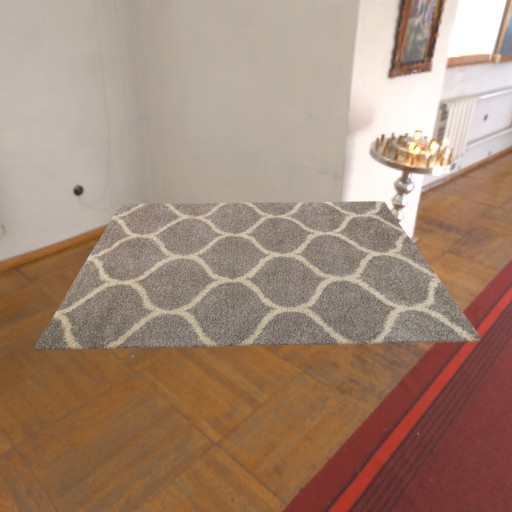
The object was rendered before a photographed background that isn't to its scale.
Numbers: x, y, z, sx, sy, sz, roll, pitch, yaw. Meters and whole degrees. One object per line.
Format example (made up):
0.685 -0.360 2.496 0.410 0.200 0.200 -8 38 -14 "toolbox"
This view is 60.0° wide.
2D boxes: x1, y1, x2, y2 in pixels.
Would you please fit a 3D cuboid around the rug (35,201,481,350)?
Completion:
0.000 0.000 3.990 3.000 0.026 2.399 -1 30 -1 "rug"
